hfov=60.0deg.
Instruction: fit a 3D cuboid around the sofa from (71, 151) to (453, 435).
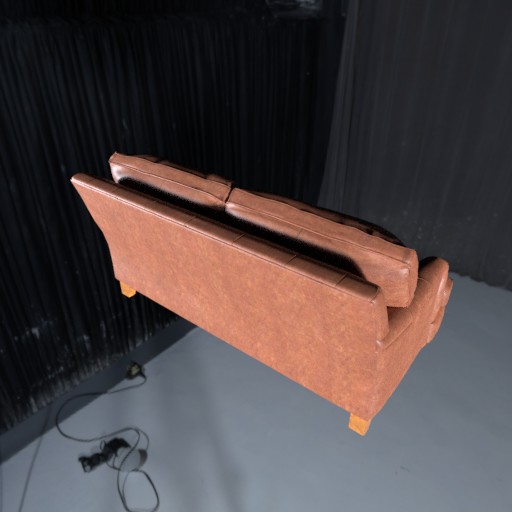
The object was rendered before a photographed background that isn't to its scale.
[{"bbox_3d":[0.000,0.000,2.793,2.144,1.071,1.147,22,38,32],"label":"sofa"}]
